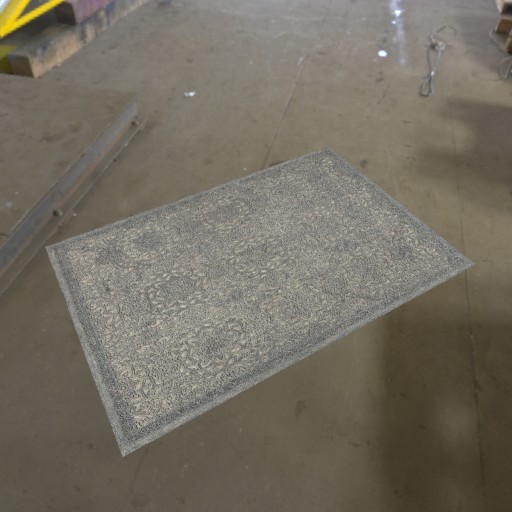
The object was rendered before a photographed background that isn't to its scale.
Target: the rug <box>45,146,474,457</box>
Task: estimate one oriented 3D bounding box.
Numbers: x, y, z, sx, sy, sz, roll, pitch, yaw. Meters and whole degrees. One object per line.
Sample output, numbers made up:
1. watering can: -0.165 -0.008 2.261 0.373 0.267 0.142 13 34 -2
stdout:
1. rug: 0.000 0.000 2.253 1.819 0.012 1.208 -23 51 -20
